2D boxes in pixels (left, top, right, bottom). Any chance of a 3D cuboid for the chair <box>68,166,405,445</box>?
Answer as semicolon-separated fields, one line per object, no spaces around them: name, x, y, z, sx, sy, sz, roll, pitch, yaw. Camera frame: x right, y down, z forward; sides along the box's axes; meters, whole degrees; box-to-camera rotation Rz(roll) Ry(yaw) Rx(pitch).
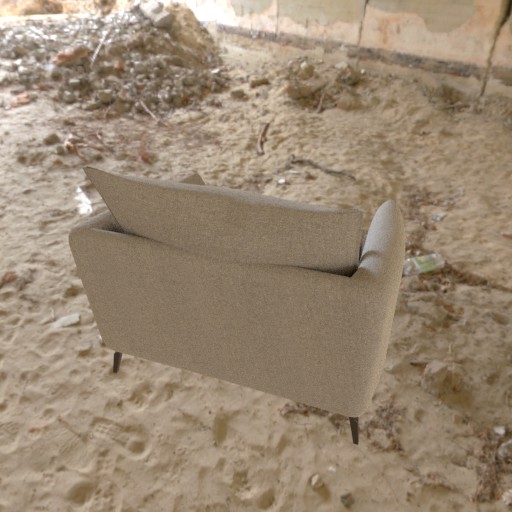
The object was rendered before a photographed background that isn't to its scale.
chair;0.000;0.000;1.623;1.029;0.856;0.801;11;34;16
